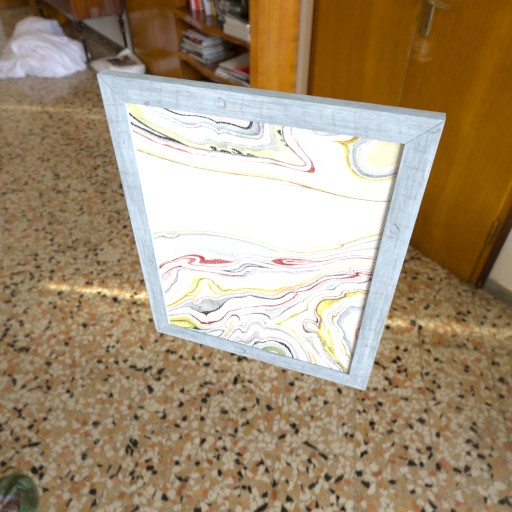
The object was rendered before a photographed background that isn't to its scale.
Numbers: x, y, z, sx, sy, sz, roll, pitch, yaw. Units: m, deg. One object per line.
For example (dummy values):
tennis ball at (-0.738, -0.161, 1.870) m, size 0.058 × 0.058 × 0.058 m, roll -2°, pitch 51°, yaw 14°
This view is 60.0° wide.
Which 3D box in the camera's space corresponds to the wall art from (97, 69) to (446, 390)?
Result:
wall art at (0.000, 0.000, 0.781) m, size 0.479 × 0.582 × 0.022 m, roll 13°, pitch 43°, yaw 14°
